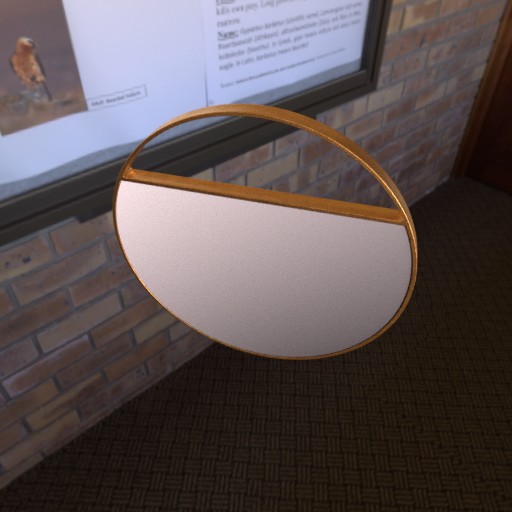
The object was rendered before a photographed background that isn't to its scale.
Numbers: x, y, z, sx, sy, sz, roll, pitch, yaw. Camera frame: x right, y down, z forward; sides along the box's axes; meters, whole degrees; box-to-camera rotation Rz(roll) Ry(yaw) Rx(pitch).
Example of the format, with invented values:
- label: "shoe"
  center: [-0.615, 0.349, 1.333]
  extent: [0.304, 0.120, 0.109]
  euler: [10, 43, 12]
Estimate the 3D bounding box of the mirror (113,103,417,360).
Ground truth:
- label: "mirror"
  center: [0.000, 0.000, 0.827]
  extent: [0.565, 0.565, 0.032]
  euler: [11, 42, 12]
